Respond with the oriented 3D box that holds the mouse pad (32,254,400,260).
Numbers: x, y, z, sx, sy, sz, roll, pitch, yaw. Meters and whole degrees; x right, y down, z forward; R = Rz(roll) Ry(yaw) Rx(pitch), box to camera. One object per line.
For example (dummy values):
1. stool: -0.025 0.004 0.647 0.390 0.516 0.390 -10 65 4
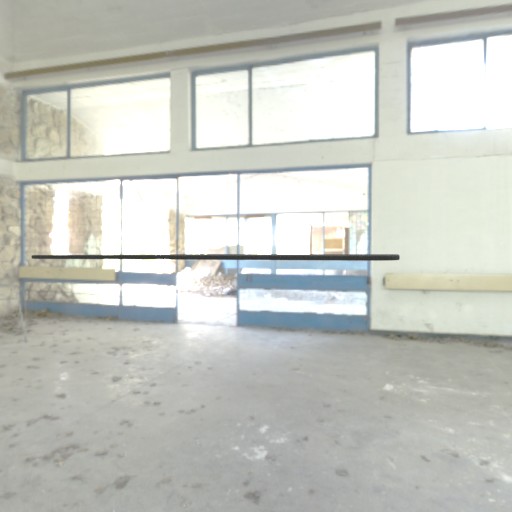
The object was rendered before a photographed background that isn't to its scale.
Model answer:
1. mouse pad: 0.000 0.000 0.343 0.211 0.002 0.249 0 0 18
